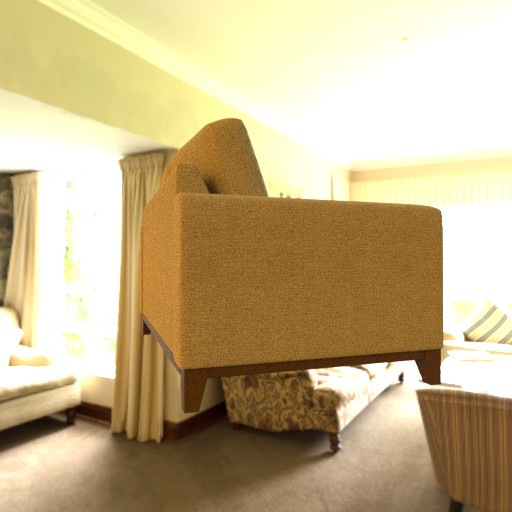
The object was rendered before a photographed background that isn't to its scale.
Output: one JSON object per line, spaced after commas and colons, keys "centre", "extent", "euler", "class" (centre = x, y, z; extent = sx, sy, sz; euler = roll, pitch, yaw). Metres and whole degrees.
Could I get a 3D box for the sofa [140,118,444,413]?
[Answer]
{"centre": [0.000, 0.000, 2.010], "extent": [0.917, 0.873, 1.420], "euler": [0, -1, -19], "class": "sofa"}
